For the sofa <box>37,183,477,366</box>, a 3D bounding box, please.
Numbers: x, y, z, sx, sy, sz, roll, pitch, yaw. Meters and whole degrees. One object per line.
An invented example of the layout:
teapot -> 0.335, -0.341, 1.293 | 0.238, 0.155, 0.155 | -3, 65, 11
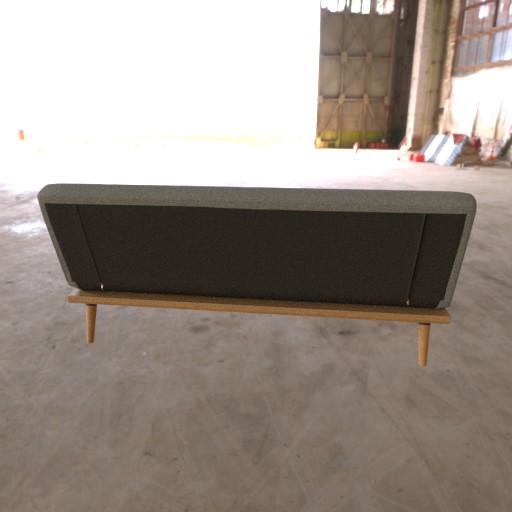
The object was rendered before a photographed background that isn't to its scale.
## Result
sofa -> 0.000, 0.000, 2.250 | 1.820, 0.800, 0.800 | 2, 18, 7
